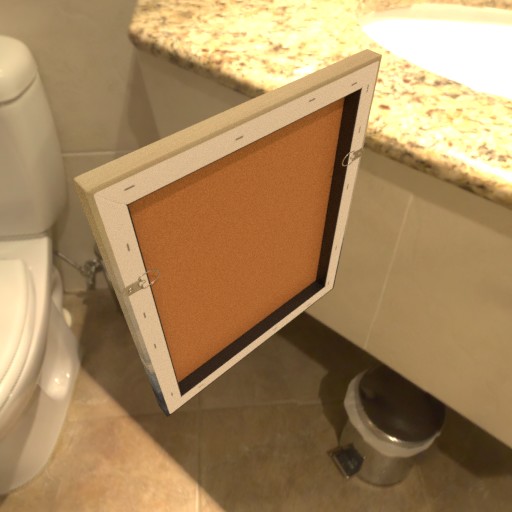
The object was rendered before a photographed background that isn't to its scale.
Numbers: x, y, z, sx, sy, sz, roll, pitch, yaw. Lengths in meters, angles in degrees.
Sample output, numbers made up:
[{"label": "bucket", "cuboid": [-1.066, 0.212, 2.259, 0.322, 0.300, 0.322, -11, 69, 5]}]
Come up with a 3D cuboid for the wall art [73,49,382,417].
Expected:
[{"label": "wall art", "cuboid": [0.000, 0.000, 0.966, 0.608, 0.710, 0.041, -33, 56, -26]}]
